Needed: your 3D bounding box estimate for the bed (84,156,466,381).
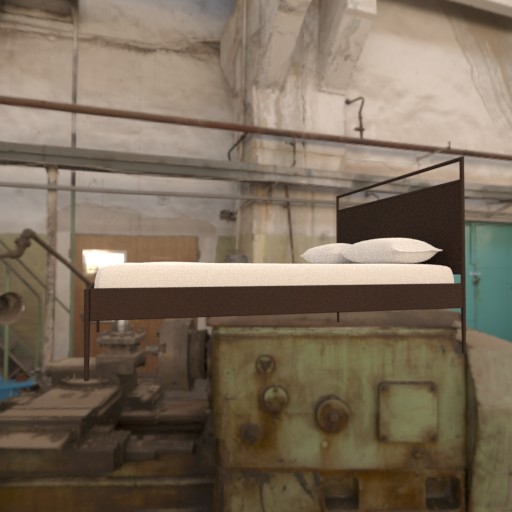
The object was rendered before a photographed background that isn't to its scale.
[{"bbox_3d":[0.000,0.000,3.060,2.122,1.173,1.572,0,-1,-18],"label":"bed"}]
